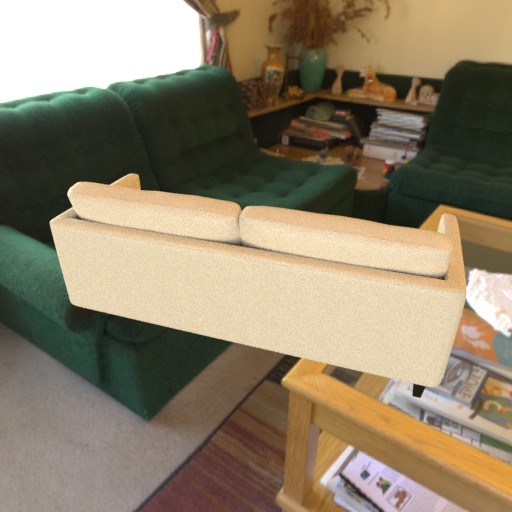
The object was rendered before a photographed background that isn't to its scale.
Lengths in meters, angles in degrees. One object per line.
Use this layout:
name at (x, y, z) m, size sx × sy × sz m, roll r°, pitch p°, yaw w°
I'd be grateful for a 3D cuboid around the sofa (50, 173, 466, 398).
sofa at (0.000, 0.000, 2.928) m, size 2.434 × 0.965 × 0.948 m, roll 10°, pitch 32°, yaw 16°
